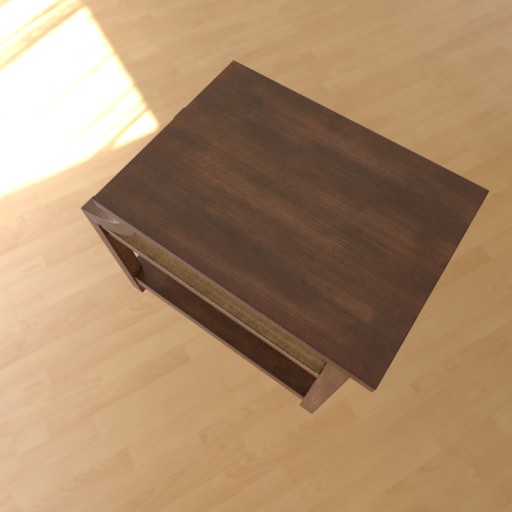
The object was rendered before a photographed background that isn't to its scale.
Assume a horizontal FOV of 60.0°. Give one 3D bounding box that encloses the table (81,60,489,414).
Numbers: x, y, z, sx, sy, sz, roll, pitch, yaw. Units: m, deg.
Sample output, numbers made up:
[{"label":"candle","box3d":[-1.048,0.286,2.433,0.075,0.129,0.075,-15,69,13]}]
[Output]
[{"label":"table","box3d":[0.000,0.000,0.942,0.609,0.584,0.356,32,69,14]}]
